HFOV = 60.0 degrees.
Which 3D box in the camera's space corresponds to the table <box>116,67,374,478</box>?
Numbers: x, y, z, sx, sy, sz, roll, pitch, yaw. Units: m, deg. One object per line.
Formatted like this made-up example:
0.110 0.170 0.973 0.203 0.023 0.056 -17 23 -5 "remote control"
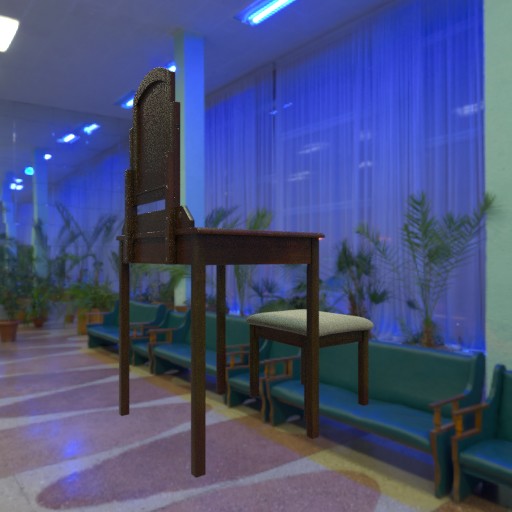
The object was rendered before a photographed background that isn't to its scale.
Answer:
0.000 0.000 2.297 1.211 1.631 0.876 0 0 -36 "table"
